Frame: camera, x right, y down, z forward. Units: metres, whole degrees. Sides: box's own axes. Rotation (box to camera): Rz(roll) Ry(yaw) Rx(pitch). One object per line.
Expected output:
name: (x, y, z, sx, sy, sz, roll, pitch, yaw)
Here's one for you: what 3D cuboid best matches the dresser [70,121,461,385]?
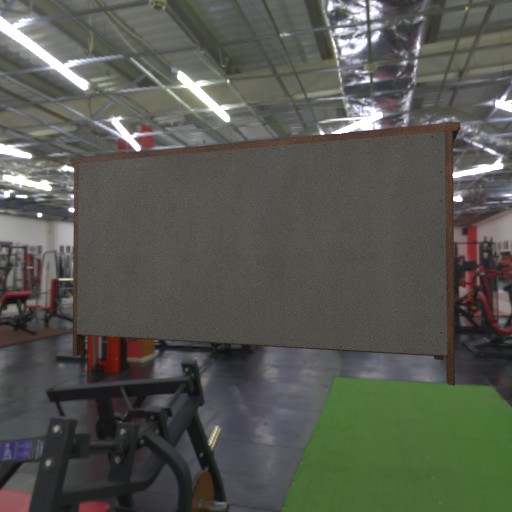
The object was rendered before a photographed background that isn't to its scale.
dresser: (0.000, 0.000, 1.890, 1.551, 0.856, 0.463, 0, -1, 18)
